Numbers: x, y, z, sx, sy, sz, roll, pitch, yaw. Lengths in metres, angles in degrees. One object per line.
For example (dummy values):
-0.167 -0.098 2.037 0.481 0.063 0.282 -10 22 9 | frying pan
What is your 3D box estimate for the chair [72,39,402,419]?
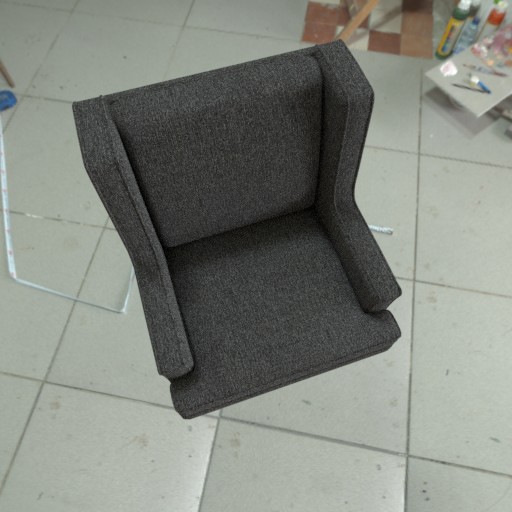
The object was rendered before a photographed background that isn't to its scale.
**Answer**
0.000 0.000 1.749 0.942 1.082 0.927 -17 65 -8 | chair
